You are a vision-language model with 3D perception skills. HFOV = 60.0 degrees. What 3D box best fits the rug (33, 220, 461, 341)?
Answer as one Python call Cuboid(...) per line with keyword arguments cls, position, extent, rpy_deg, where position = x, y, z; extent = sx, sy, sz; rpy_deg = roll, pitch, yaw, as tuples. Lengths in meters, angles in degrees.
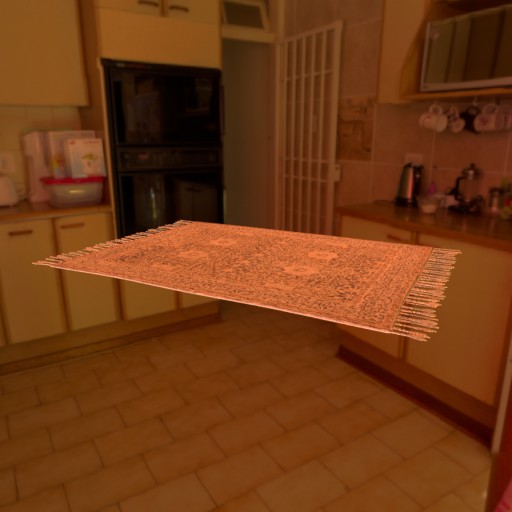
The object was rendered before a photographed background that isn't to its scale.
Cuboid(cls="rug", position=(0.000, 0.000, 3.003), extent=(2.465, 0.023, 1.619), rpy_deg=(8, 17, 26))
